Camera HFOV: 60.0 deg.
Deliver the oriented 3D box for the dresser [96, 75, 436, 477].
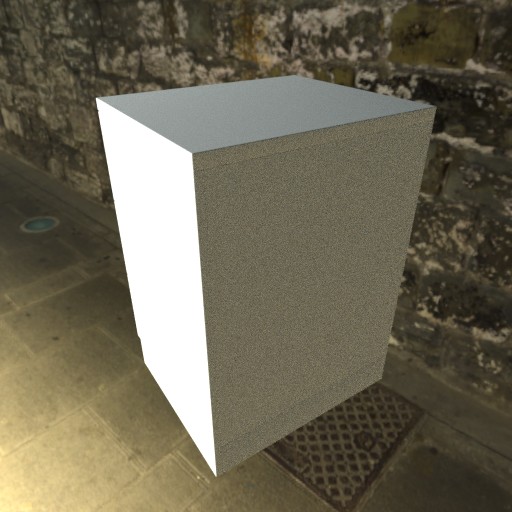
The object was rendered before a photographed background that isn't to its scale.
[{"bbox_3d":[0.000,0.000,0.829,0.400,0.560,0.360,-19,36,-28],"label":"dresser"}]
